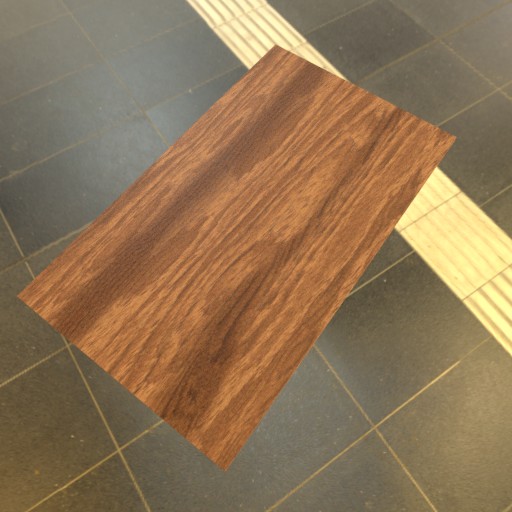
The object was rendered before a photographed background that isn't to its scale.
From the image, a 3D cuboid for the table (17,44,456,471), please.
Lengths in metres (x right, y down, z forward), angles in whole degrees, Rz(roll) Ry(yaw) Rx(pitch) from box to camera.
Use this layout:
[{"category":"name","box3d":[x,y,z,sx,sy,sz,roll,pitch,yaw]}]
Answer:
[{"category":"table","box3d":[0.000,0.000,1.796,0.801,0.724,1.349,34,69,15]}]
